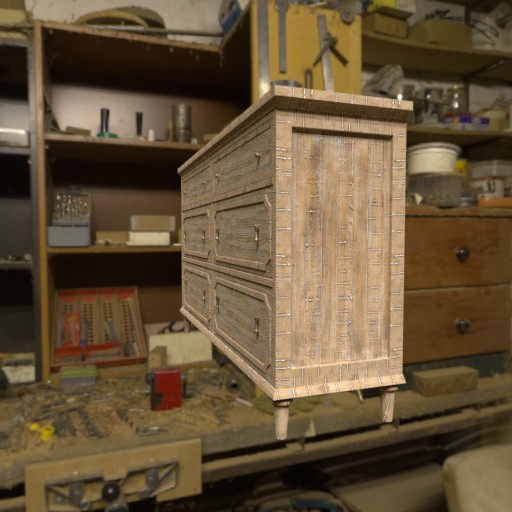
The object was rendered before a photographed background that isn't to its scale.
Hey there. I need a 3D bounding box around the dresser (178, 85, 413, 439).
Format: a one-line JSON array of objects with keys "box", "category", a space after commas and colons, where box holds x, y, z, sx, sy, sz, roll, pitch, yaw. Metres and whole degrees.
[{"box": [0.000, 0.000, 2.080, 0.457, 1.016, 1.626, -1, 3, -19], "category": "dresser"}]
